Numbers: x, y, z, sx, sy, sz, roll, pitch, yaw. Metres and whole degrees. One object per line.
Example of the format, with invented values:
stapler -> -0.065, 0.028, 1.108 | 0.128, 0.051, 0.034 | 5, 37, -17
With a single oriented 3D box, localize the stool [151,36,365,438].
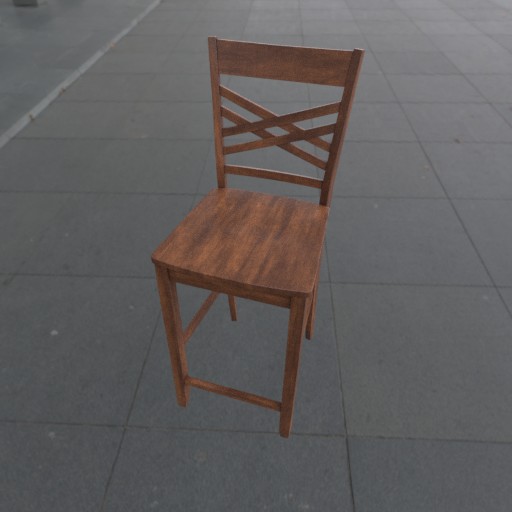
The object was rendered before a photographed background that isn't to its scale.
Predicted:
stool -> 0.000, 0.000, 1.346 | 0.426, 1.098, 0.504 | 12, 41, 14
